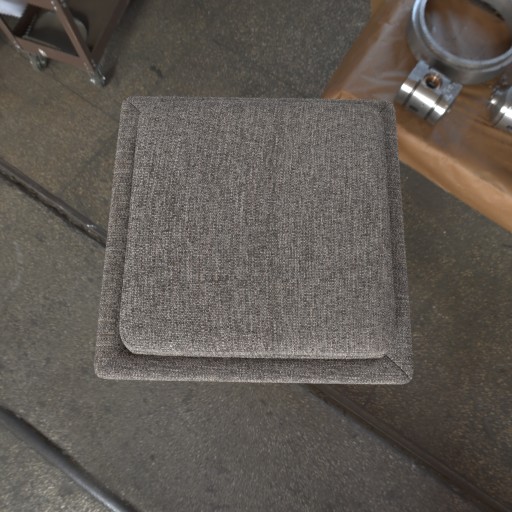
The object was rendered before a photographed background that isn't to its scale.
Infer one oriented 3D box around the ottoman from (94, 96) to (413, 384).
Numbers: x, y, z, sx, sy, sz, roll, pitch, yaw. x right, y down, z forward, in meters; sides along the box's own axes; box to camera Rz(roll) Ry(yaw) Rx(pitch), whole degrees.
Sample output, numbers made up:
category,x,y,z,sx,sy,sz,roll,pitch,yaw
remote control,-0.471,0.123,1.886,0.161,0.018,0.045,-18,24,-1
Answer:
category,x,y,z,sx,sy,sz,roll,pitch,yaw
ottoman,0.000,0.000,0.833,0.450,0.460,0.450,1,75,0
